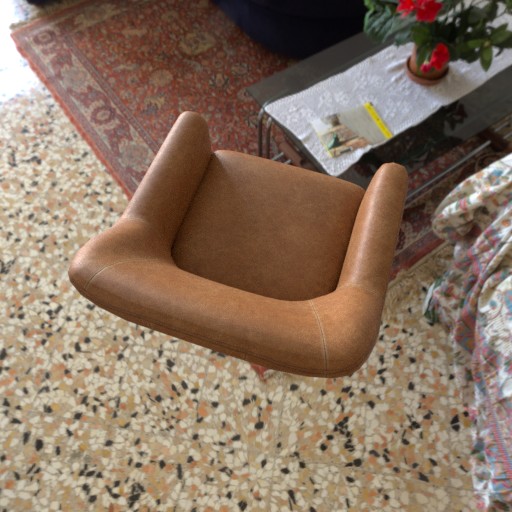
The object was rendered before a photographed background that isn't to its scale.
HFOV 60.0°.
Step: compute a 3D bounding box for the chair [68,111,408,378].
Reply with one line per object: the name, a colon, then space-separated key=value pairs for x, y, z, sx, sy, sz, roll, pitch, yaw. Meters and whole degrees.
chair: x=0.000 y=0.000 z=1.840 sx=1.037 sy=0.980 sz=1.034 roll=17 pitch=64 yaw=8
